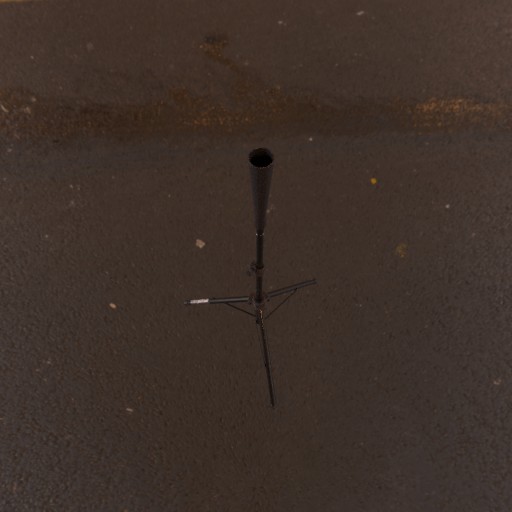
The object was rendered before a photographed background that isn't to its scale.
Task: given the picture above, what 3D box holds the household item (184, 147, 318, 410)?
[{"bbox_3d":[0.000,0.000,1.388,0.559,1.067,0.559,31,67,15],"label":"household item"}]
